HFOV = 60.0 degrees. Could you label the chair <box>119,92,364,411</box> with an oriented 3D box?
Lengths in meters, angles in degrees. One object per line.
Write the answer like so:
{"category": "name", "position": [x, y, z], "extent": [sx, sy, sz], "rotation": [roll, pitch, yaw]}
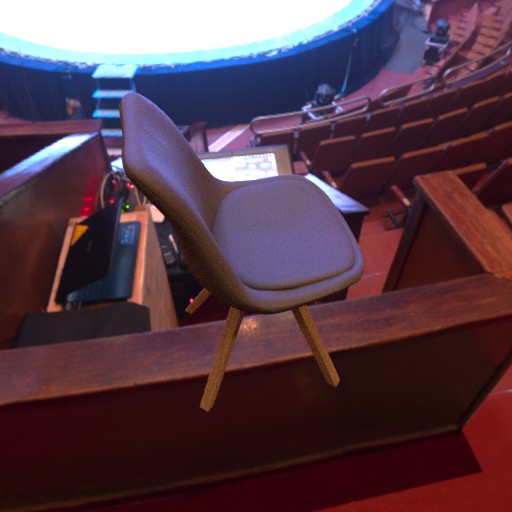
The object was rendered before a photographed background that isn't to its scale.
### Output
{"category": "chair", "position": [0.000, 0.000, 1.212], "extent": [0.547, 0.865, 0.483], "rotation": [-10, 47, -9]}
